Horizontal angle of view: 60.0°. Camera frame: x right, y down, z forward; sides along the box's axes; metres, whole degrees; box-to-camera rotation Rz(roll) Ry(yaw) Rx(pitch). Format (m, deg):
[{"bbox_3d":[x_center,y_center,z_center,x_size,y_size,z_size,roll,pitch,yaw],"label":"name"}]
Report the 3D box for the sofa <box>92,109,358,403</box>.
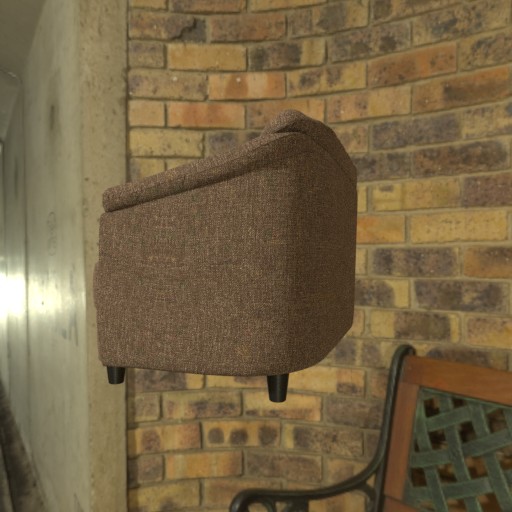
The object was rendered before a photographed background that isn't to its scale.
[{"bbox_3d":[0.000,0.000,1.951,0.799,0.895,1.404,0,0,19],"label":"sofa"}]
